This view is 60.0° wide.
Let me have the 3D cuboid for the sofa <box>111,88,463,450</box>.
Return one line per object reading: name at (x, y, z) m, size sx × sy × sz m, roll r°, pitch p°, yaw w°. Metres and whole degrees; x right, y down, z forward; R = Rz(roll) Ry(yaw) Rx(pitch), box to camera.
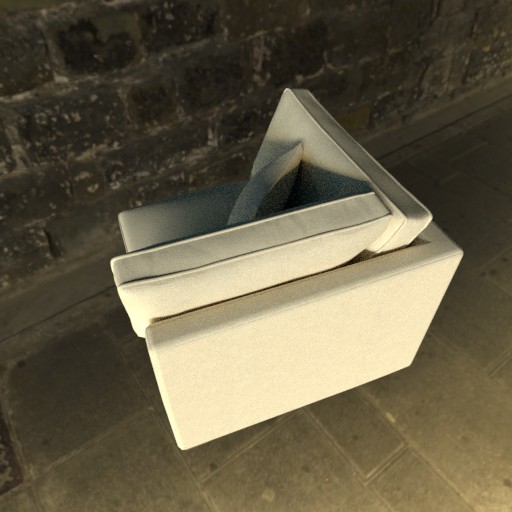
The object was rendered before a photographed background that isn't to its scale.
sofa at (0.000, 0.000, 1.960) m, size 1.146 × 1.002 × 1.084 m, roll -16°, pitch 48°, yaw -15°
